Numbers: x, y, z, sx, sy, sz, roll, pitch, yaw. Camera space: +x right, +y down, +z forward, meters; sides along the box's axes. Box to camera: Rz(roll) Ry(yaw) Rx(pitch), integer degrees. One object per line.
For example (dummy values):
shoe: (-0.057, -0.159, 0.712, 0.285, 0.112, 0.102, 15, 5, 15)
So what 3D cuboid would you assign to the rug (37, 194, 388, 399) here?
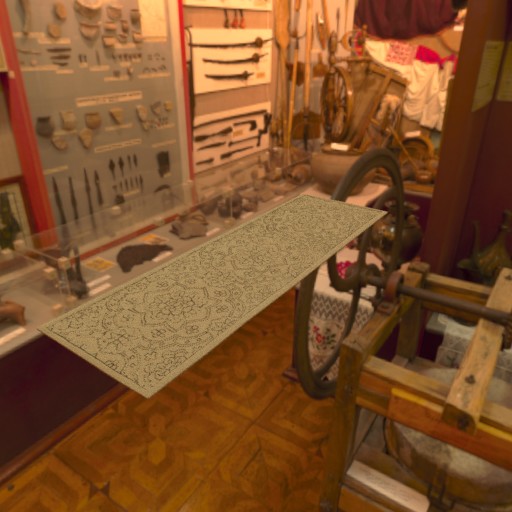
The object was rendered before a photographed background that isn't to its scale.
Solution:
rug: (0.000, 0.000, 2.754, 0.769, 0.012, 2.448, 18, 31, 32)
